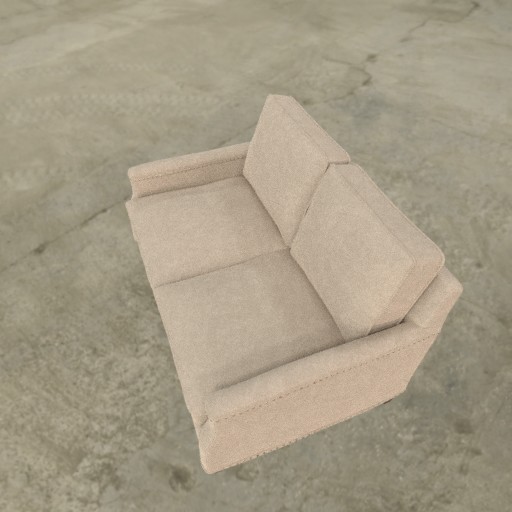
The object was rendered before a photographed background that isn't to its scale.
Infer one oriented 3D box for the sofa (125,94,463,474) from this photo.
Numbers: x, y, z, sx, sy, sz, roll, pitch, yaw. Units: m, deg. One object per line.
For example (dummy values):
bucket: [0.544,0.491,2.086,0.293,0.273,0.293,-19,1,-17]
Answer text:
sofa: [0.000,0.000,2.229,1.084,1.002,1.597,-16,48,-15]
